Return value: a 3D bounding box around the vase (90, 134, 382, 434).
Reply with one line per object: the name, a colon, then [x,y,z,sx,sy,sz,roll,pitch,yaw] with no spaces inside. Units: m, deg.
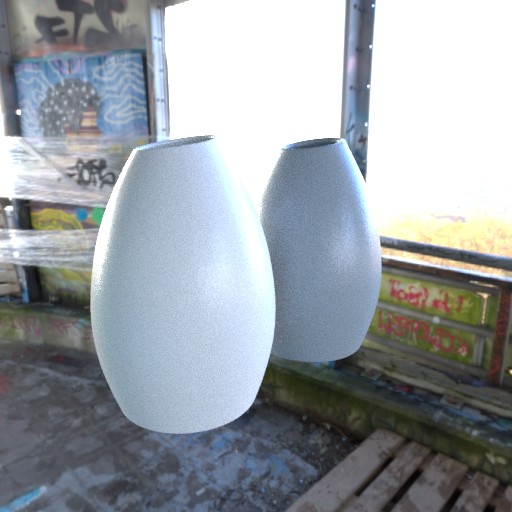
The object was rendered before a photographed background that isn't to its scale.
vase: [0.000,0.000,0.250,0.187,0.131,0.089,-13,19,-43]
